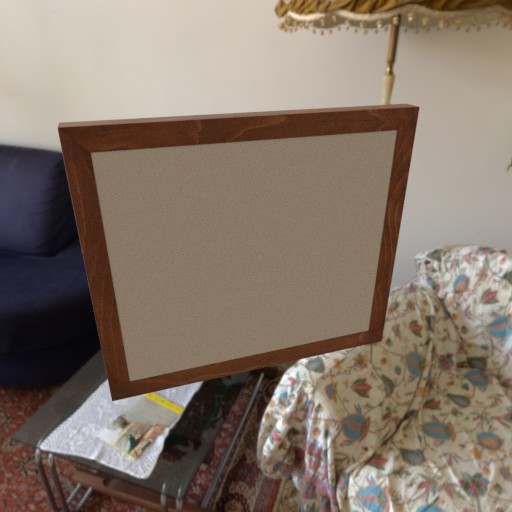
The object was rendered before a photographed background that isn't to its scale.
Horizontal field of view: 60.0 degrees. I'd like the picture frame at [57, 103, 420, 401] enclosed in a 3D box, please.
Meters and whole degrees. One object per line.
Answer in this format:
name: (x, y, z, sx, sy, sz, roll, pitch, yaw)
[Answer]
picture frame: (0.000, 0.000, 0.534, 0.381, 0.330, 0.025, -8, 28, -16)
